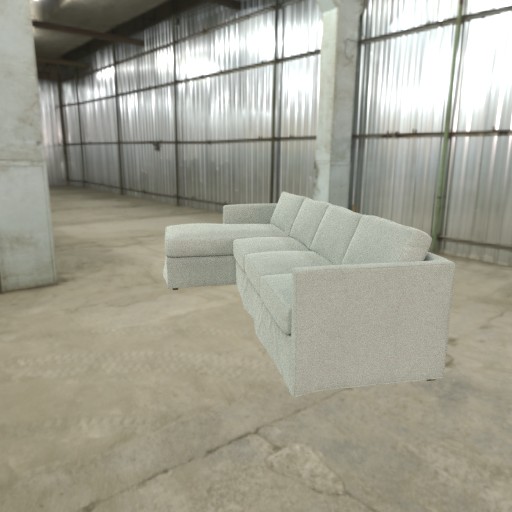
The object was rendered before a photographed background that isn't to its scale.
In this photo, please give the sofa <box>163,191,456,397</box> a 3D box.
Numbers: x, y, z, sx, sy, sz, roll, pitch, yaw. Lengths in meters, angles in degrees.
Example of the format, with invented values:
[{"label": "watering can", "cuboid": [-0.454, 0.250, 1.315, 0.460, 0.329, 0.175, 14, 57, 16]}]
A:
[{"label": "sofa", "cuboid": [0.000, 0.000, 3.868, 1.650, 0.922, 3.205, -2, 13, -11]}]
